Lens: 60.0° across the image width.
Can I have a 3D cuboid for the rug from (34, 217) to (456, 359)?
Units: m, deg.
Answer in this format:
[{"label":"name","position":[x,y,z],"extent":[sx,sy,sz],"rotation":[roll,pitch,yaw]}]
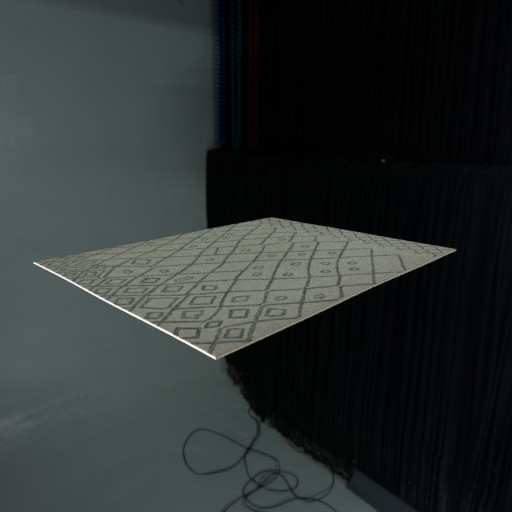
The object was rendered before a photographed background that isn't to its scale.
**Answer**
[{"label":"rug","position":[0.000,0.000,4.075],"extent":[2.446,0.015,3.046],"rotation":[15,21,43]}]
